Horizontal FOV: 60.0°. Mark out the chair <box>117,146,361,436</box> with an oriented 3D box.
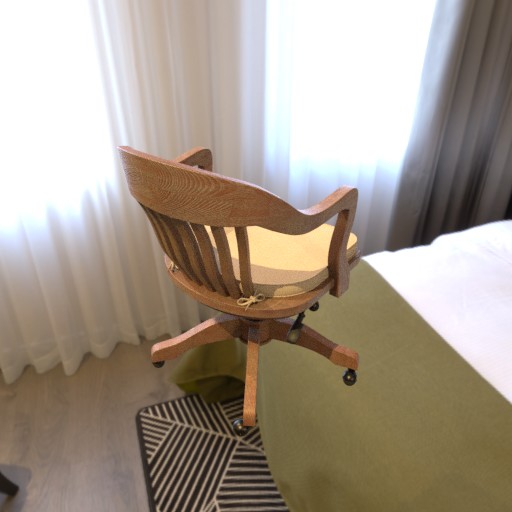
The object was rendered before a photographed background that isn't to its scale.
[{"bbox_3d":[0.000,0.000,1.476,0.750,0.878,0.788,22,37,33],"label":"chair"}]
